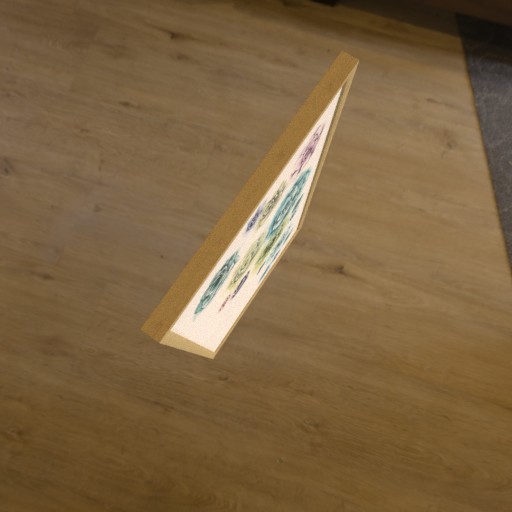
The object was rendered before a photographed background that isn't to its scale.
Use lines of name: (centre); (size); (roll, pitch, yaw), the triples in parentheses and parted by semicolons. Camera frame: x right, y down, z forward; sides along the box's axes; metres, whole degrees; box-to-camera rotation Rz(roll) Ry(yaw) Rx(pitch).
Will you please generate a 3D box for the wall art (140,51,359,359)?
wall art: (0.000, 0.000, 1.014); (0.039, 0.810, 0.510); (33, 78, 8)
